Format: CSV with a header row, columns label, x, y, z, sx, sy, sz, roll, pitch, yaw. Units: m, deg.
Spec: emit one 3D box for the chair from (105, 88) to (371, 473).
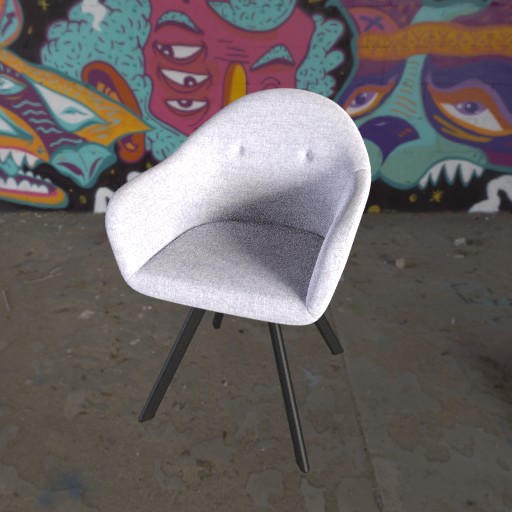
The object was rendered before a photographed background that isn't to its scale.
label,x,y,z,sx,sy,sz,roll,pitch,yaw
chair,0.000,0.000,1.161,0.540,0.780,0.570,9,28,18
